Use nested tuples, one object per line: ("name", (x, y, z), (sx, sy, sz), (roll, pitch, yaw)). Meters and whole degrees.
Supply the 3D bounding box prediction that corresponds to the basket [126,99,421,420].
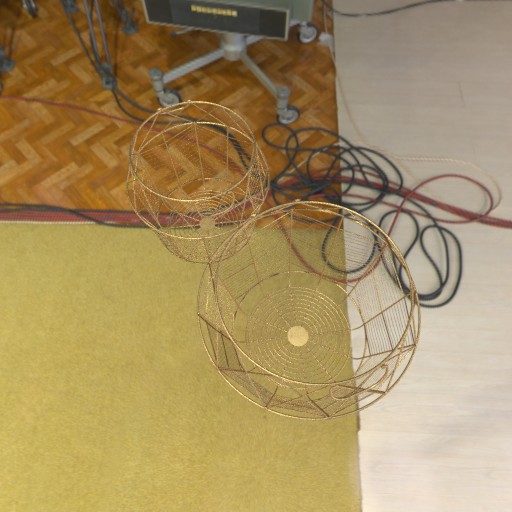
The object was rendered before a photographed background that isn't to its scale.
("basket", (0.000, 0.000, 1.029), (0.451, 0.343, 0.805), (-34, 68, -15))
